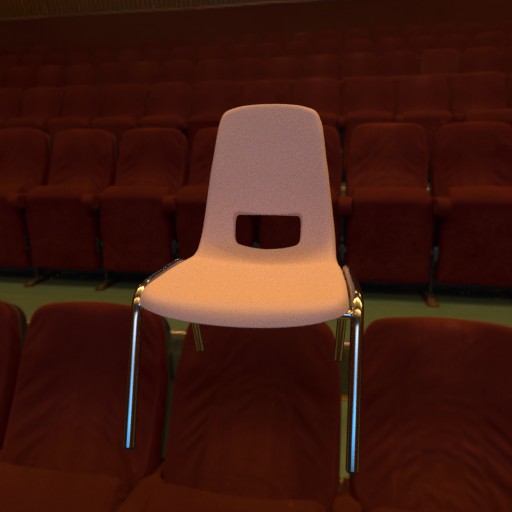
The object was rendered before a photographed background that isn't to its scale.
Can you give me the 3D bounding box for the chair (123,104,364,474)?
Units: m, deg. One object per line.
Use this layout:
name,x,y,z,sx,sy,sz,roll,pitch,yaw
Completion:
chair,0.000,0.000,0.770,0.354,0.537,0.385,2,13,9
